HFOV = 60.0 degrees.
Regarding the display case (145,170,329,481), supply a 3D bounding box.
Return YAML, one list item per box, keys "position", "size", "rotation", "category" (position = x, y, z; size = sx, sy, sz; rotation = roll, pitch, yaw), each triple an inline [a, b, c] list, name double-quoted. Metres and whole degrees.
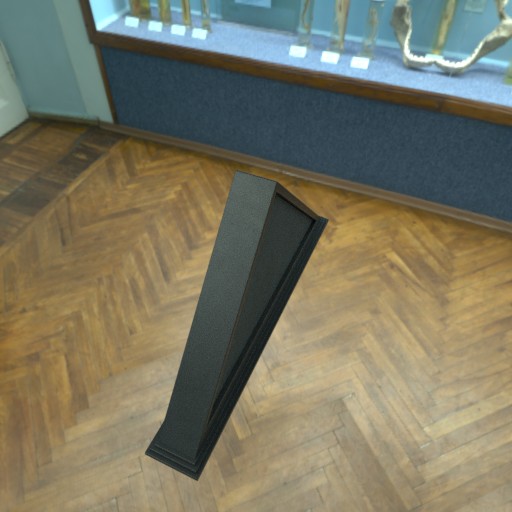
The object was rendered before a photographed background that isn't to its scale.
- position: [0.000, 0.000, 0.762]
  size: [0.095, 0.340, 0.640]
  rotation: [18, 50, 16]
  category: "display case"
